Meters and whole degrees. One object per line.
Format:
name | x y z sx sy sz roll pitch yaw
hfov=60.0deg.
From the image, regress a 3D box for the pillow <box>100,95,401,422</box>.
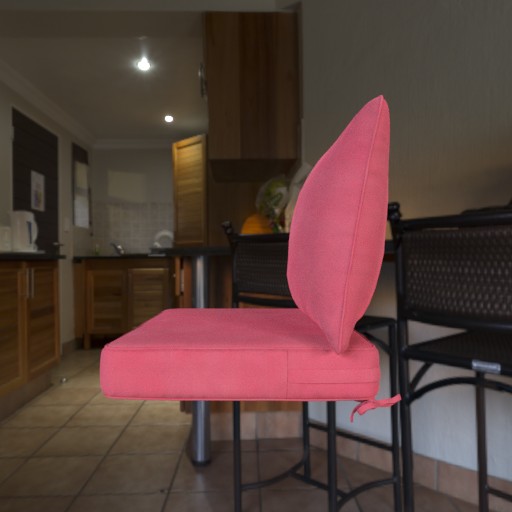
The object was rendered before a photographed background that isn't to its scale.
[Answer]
pillow | 0.000 0.000 1.352 0.733 0.725 0.798 0 1 1
